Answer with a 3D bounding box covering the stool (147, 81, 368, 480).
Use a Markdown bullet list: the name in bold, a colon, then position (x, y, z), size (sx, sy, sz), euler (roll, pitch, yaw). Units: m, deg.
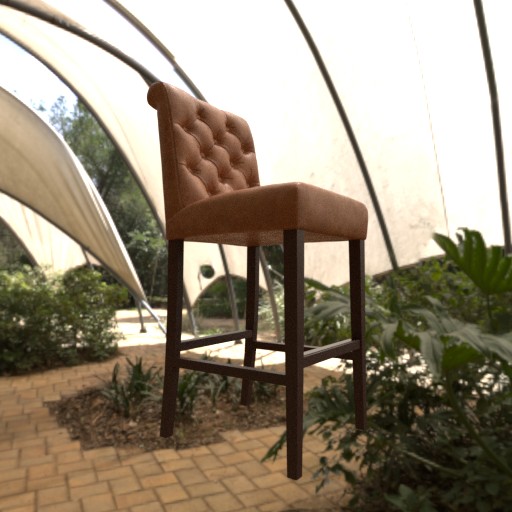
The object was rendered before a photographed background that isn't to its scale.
- **stool**: position (0.000, 0.000, 1.460), size (0.601, 1.140, 0.493), euler (-2, -3, 36)
